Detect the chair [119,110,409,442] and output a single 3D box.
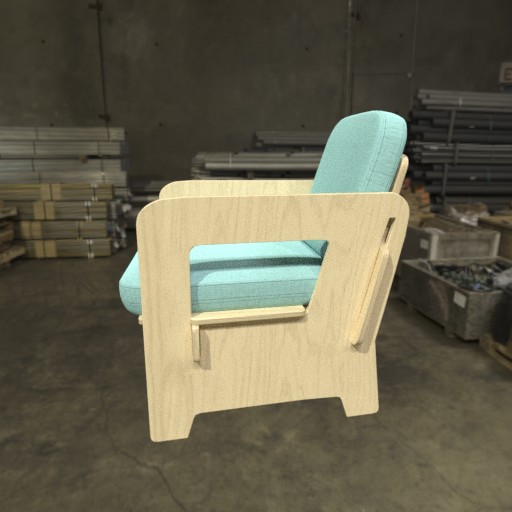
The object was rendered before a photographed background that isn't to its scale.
[{"bbox_3d":[0.000,0.000,1.292,0.710,0.800,0.590,-2,13,-7],"label":"chair"}]
